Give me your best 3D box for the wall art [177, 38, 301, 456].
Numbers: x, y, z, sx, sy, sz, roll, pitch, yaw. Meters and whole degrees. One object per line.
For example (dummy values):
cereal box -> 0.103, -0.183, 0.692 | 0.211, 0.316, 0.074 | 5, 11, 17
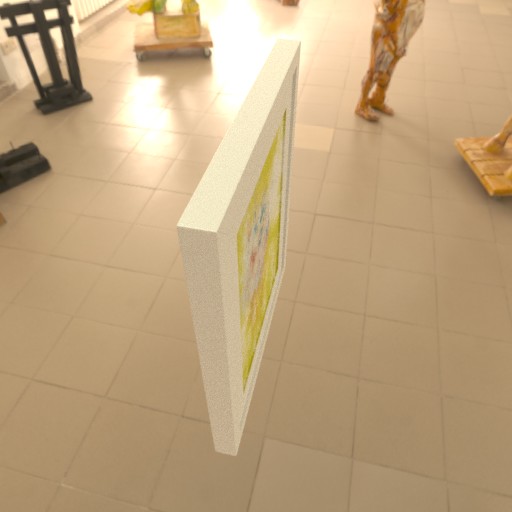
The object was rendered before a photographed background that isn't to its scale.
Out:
wall art -> 0.000, 0.000, 0.530 | 0.028, 0.381, 0.331 | 10, 47, 9
